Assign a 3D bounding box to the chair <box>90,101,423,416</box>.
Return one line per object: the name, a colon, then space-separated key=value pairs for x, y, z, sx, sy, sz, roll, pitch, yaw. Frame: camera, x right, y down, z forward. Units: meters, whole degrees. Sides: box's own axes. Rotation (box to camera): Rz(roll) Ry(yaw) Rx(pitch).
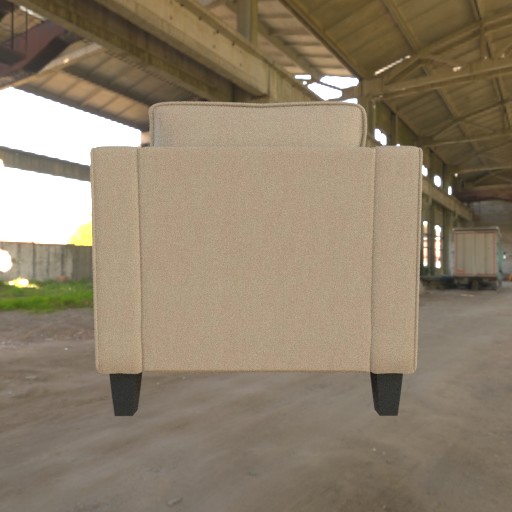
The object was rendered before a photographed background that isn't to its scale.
chair: x=0.000 y=0.000 z=1.652 sx=0.922 sy=0.948 sz=0.882 roll=0 pitch=-1 yaw=0
